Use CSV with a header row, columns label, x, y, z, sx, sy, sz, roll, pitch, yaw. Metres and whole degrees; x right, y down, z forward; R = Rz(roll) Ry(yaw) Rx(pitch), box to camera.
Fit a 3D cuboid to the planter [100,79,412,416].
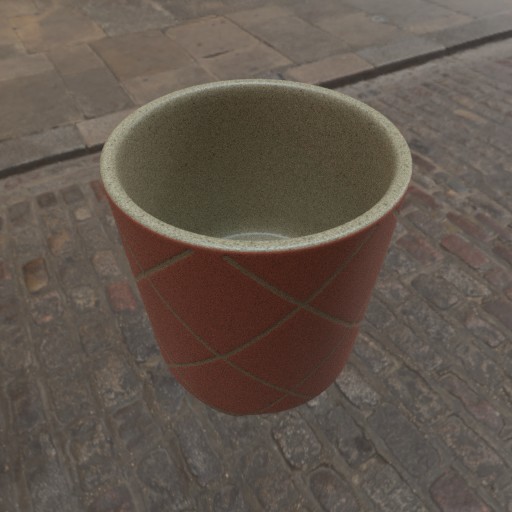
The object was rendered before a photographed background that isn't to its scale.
label,x,y,z,sx,sy,sz,roll,pitch,yaw
planter,0.000,0.000,0.347,0.191,0.200,0.191,0,45,0
